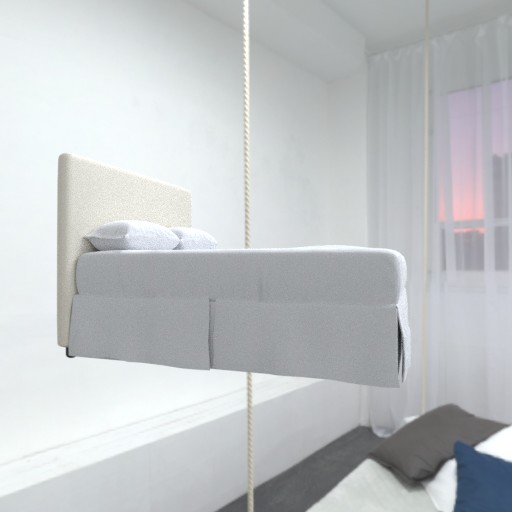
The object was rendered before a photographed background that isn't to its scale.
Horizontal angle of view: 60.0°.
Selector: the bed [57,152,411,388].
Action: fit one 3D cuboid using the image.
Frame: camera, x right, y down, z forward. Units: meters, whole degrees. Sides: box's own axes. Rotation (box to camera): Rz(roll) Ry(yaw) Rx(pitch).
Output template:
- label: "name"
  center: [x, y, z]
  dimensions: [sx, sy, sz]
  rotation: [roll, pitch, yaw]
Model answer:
- label: "bed"
  center: [0.000, 0.000, 3.241]
  dimensions: [2.142, 1.330, 1.713]
  rotation: [0, -1, 20]
